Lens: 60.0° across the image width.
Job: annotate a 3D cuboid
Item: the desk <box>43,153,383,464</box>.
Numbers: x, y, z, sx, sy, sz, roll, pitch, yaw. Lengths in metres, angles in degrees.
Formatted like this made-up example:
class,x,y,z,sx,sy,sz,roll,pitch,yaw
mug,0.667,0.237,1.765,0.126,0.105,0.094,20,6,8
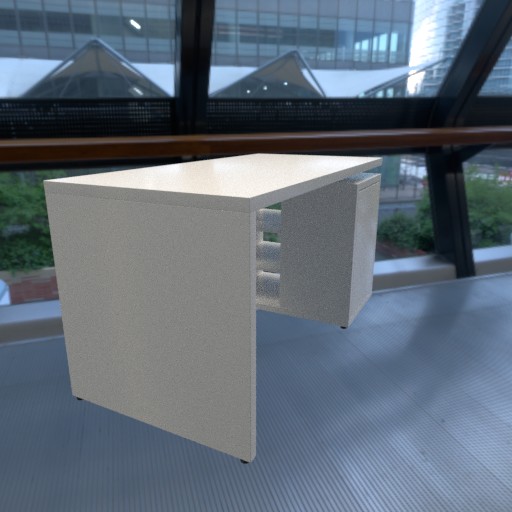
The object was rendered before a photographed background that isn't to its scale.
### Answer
class,x,y,z,sx,sy,sz,roll,pitch,yaw
desk,0.000,0.000,1.857,0.690,0.740,1.400,8,19,26
